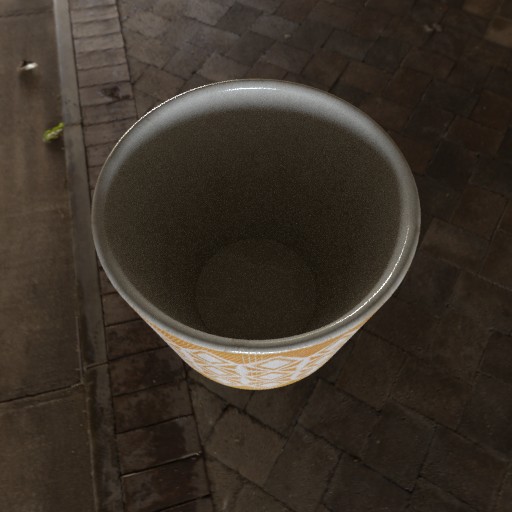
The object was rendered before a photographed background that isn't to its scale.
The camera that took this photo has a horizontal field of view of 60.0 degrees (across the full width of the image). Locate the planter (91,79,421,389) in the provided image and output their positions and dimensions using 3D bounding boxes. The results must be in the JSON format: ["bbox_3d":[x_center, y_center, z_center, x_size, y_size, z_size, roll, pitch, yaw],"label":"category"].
[{"bbox_3d":[0.000,0.000,0.335,0.193,0.165,0.193,0,63,0],"label":"planter"}]
